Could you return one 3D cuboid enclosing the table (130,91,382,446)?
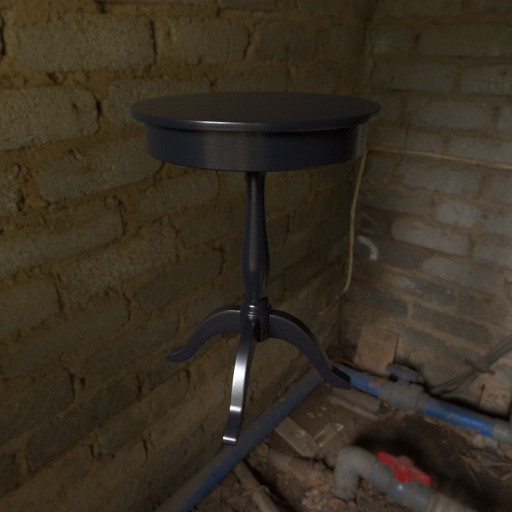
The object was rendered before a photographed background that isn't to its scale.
[{"bbox_3d":[0.000,0.000,1.009,0.481,0.665,0.481,0,26,0],"label":"table"}]
